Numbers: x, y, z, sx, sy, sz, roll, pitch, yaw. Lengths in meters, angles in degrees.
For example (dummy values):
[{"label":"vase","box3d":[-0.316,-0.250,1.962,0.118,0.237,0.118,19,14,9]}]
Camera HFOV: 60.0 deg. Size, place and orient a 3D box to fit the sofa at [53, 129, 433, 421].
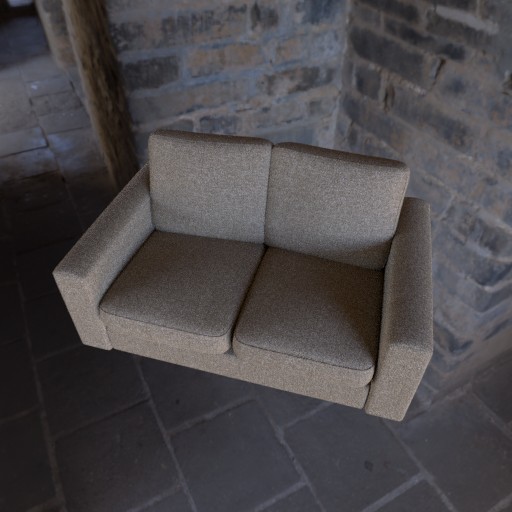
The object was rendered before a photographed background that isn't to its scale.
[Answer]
[{"label":"sofa","box3d":[0.000,0.000,2.193,1.616,0.873,1.016,11,44,11]}]
